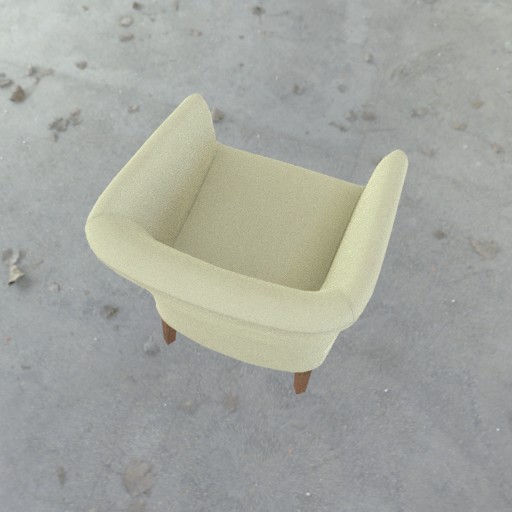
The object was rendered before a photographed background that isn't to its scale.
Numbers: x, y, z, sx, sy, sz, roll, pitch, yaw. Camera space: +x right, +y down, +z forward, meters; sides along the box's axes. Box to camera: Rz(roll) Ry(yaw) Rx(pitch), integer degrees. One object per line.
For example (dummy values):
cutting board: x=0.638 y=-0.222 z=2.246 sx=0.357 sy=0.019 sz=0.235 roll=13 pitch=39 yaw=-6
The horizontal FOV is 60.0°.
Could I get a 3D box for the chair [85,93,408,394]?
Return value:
chair: x=0.000 y=0.000 z=1.308 sx=0.643 sy=0.822 sz=0.657 roll=19 pitch=64 yaw=9
